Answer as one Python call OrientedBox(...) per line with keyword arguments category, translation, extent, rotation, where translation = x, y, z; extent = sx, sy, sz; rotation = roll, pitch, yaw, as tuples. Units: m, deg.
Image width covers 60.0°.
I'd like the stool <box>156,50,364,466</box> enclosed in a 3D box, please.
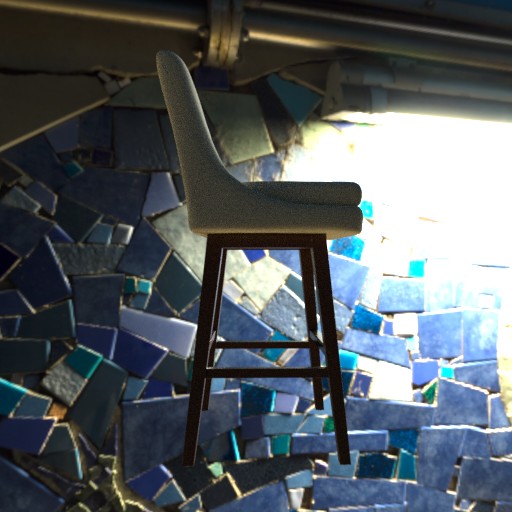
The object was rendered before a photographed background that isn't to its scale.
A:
OrientedBox(category="stool", translation=(0.000, 0.000, 1.370), extent=(0.559, 1.093, 0.483), rotation=(0, 0, -1))
